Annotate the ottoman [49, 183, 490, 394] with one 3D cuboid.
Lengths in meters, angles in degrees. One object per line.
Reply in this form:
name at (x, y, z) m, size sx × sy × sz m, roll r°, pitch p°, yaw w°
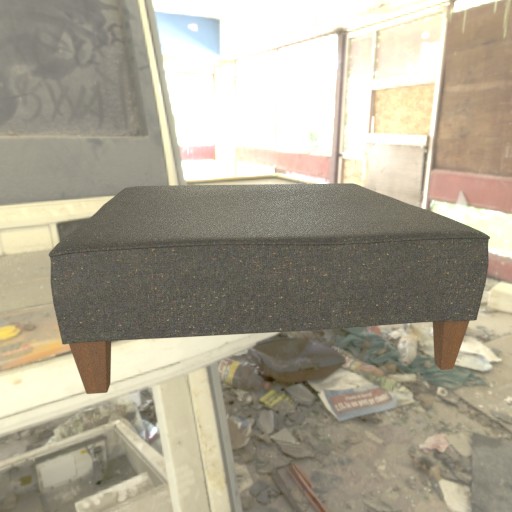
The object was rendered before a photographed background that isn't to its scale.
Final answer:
ottoman at (0.000, 0.000, 1.479) m, size 1.004 × 0.382 × 0.968 m, roll -2°, pitch 17°, yaw -7°
